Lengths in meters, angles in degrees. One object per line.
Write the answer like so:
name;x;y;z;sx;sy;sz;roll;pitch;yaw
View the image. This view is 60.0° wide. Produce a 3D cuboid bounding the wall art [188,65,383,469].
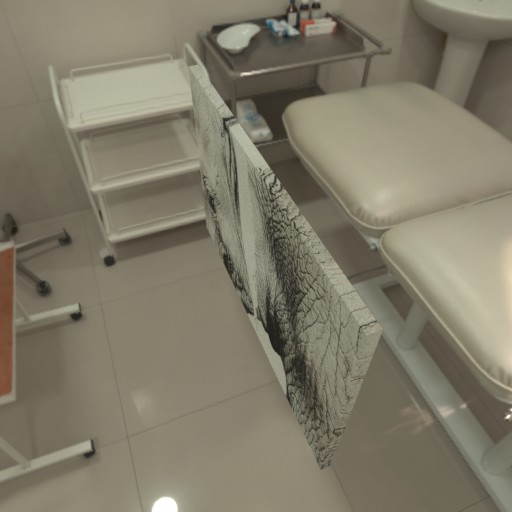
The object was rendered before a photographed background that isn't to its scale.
wall art;0.000;0.000;1.429;0.035;0.758;1.141;-17;50;-15
